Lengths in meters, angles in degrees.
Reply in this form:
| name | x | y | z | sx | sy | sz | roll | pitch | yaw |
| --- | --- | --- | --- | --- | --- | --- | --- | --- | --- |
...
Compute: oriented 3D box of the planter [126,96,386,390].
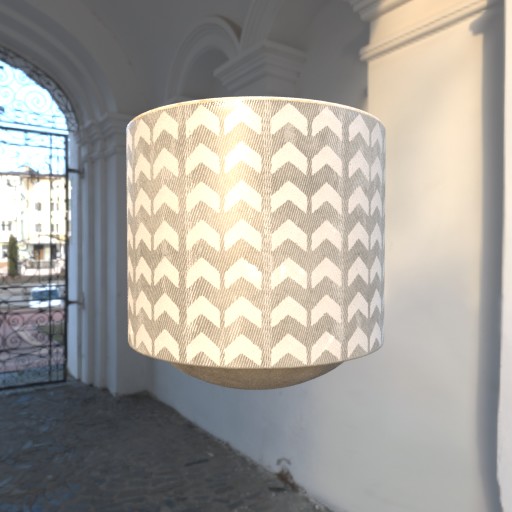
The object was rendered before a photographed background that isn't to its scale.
| name | x | y | z | sx | sy | sz | roll | pitch | yaw |
| --- | --- | --- | --- | --- | --- | --- | --- | --- | --- |
| planter | 0.000 | 0.000 | 0.341 | 0.190 | 0.181 | 0.190 | 0 | 2 | 0 |
